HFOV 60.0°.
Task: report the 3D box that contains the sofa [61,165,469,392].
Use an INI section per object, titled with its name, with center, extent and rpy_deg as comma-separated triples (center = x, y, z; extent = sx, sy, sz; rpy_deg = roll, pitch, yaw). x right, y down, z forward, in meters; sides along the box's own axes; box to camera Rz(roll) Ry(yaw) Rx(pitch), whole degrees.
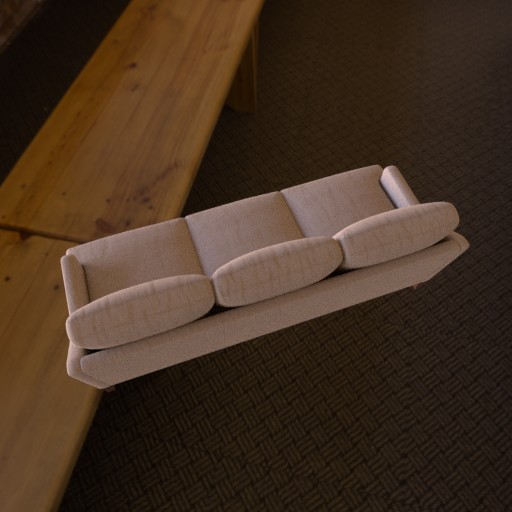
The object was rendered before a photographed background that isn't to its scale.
[sofa]
center = 0.000, 0.000, 2.821
extent = 2.321, 0.913, 1.000
rpy_deg = -17, 59, -10
